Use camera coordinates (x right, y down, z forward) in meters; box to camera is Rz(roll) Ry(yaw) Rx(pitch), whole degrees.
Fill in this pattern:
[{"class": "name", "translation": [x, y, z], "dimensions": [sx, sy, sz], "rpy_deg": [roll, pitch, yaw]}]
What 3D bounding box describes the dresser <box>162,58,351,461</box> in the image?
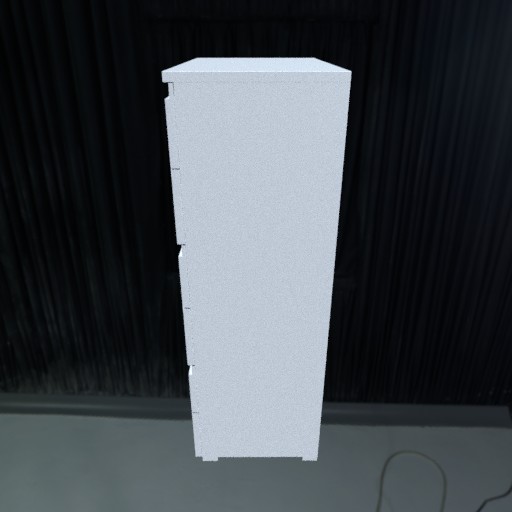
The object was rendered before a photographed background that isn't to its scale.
[{"class": "dresser", "translation": [0.000, 0.000, 1.489], "dimensions": [0.400, 1.190, 0.650], "rpy_deg": [0, 26, 0]}]
